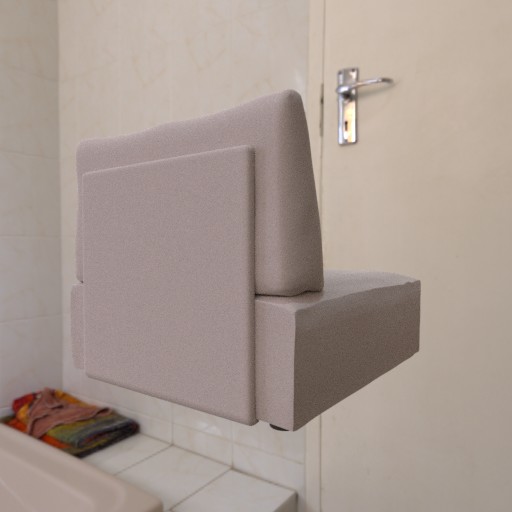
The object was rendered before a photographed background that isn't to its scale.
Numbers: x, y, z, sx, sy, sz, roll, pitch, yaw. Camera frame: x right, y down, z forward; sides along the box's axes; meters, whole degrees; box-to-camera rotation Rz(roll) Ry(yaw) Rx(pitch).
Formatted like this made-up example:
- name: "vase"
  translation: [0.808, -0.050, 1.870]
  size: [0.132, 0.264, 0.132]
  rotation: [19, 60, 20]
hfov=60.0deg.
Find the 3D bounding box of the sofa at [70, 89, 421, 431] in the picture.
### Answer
- name: "sofa"
  translation: [0.000, 0.000, 1.672]
  size: [0.935, 0.828, 1.000]
  rotation: [1, 1, 37]
